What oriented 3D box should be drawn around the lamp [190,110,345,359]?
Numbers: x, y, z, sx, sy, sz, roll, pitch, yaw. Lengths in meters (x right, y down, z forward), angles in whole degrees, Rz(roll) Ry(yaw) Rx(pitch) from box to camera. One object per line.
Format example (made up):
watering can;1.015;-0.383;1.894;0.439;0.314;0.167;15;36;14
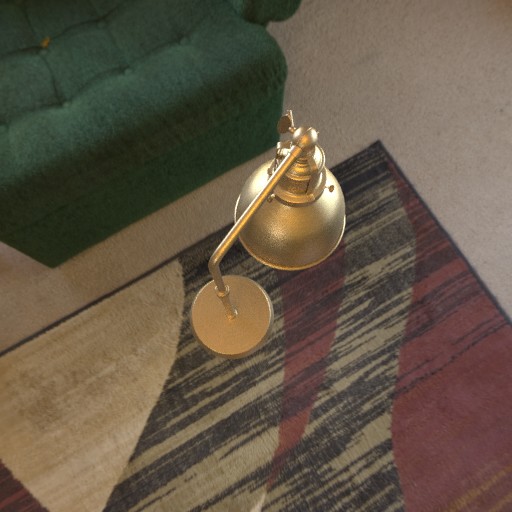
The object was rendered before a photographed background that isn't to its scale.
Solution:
lamp;0.000;0.000;0.600;0.153;0.456;0.286;40;78;10
